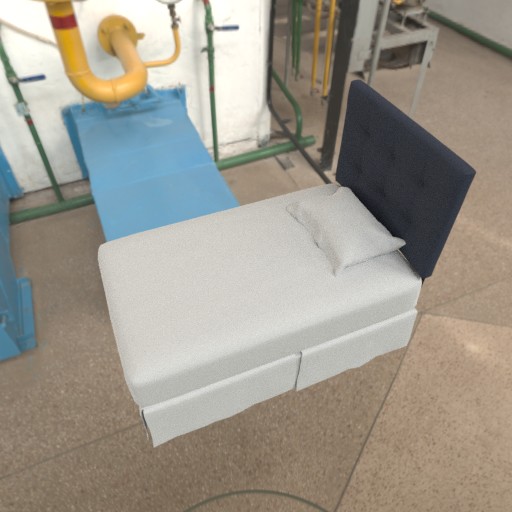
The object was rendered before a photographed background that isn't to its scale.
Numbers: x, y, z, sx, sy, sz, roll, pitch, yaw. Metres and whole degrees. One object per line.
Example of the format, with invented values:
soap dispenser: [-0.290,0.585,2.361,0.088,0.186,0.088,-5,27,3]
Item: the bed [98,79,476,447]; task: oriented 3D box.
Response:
bed: [0.000,0.000,2.907,1.997,1.571,1.261,-17,49,-15]
